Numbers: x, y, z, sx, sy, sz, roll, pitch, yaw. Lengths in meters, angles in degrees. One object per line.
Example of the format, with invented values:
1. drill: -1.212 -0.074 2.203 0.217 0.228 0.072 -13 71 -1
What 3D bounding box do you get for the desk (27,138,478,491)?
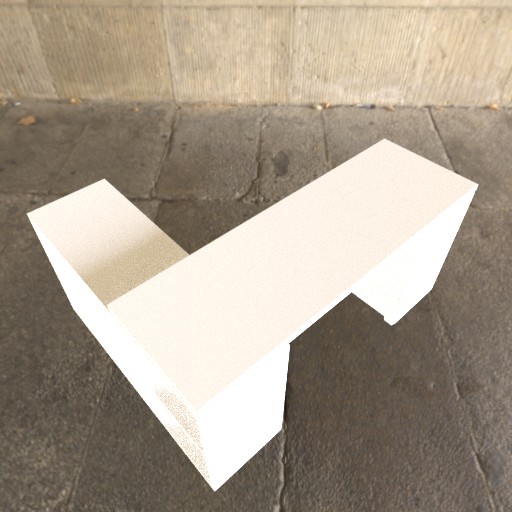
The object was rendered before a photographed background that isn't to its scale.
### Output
1. desk: 0.000 0.000 2.156 1.524 0.759 1.199 -33 55 -28
